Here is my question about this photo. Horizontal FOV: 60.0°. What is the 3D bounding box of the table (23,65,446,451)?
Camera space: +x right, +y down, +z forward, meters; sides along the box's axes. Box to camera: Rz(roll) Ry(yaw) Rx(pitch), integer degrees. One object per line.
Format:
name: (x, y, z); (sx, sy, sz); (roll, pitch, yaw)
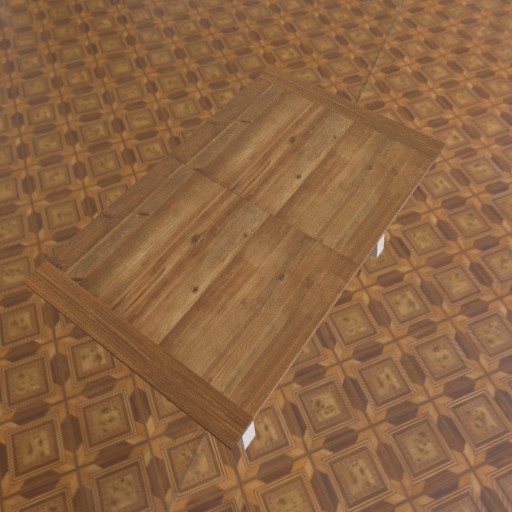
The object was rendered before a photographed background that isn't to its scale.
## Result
table: (0.000, 0.000, 2.039); (0.922, 0.743, 1.503); (32, 63, 18)
